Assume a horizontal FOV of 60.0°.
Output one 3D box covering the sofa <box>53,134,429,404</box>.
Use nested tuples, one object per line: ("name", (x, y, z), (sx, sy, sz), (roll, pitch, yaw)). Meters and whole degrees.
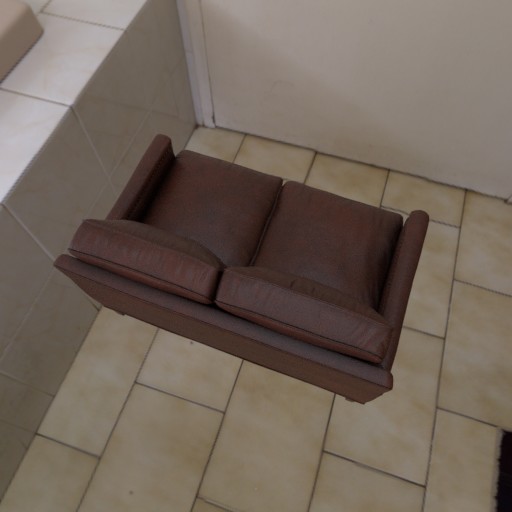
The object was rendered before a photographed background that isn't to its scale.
("sofa", (0.000, 0.000, 2.340), (1.628, 1.003, 1.083), (18, 64, 9))
